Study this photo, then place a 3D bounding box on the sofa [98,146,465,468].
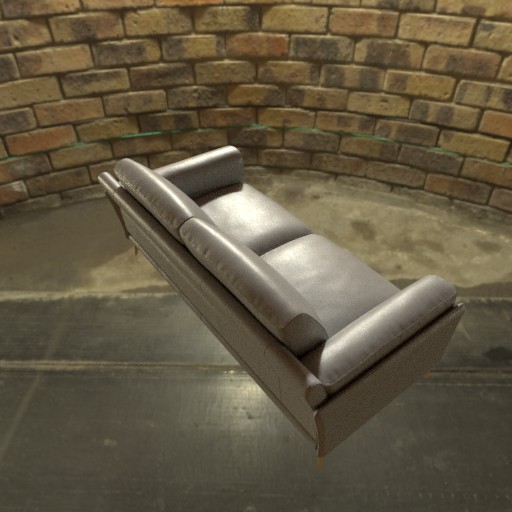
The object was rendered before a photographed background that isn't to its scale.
[{"bbox_3d":[0.000,0.000,2.648,1.049,0.930,2.101,-26,46,-28],"label":"sofa"}]
